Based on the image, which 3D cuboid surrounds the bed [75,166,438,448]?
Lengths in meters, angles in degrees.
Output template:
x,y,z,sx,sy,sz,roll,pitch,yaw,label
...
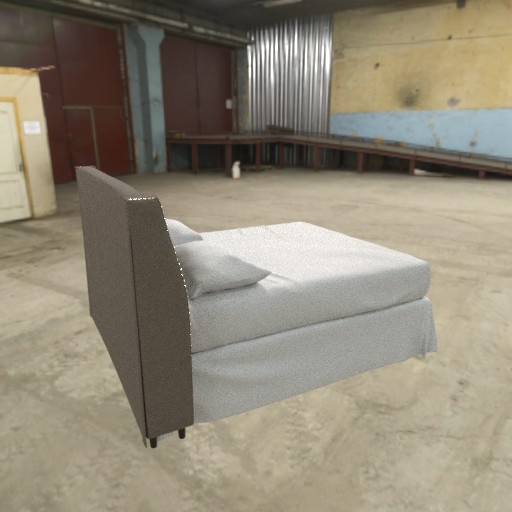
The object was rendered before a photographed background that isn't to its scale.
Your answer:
x,y,z,sx,sy,sz,roll,pitch,yaw,label
0.000,0.000,3.387,2.276,1.332,1.925,-8,18,-27,bed
